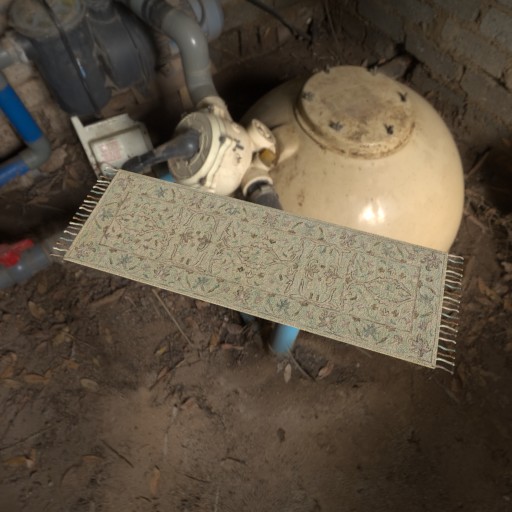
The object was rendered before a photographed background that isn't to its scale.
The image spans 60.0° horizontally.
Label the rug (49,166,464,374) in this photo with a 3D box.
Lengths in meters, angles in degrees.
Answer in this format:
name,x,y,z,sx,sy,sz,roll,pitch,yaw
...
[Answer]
name,x,y,z,sx,sy,sz,roll,pitch,yaw
rug,0.000,0.000,2.728,2.440,0.013,0.769,15,60,9
